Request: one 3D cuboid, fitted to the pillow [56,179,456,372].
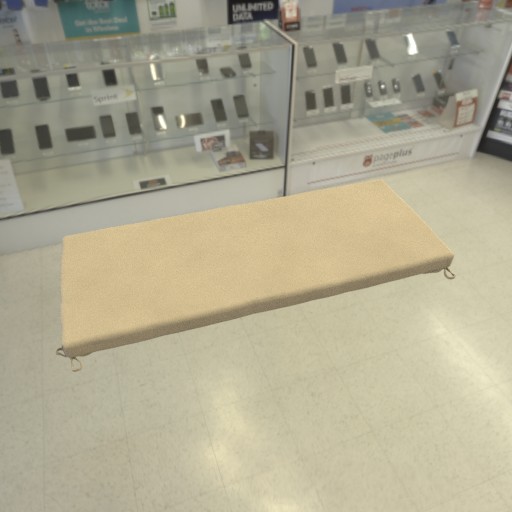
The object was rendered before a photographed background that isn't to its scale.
[{"bbox_3d":[0.000,0.000,1.380,1.187,0.081,0.492,-12,43,-13],"label":"pillow"}]
